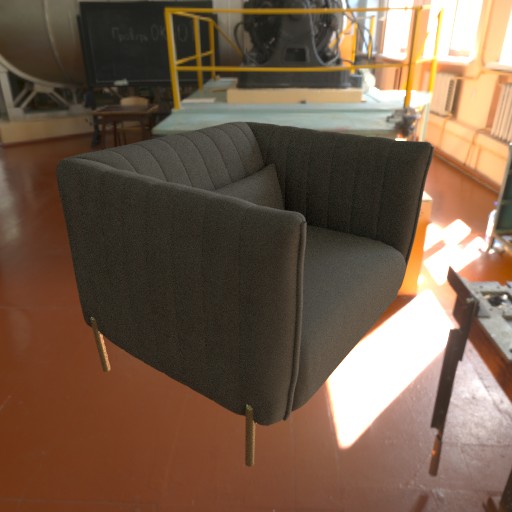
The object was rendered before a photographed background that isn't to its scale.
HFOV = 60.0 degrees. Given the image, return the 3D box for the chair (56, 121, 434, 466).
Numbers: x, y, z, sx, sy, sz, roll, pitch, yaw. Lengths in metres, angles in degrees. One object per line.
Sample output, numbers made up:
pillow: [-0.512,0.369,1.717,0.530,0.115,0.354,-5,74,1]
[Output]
chair: [0.000,0.000,1.587,0.873,0.779,0.981,18,31,32]
